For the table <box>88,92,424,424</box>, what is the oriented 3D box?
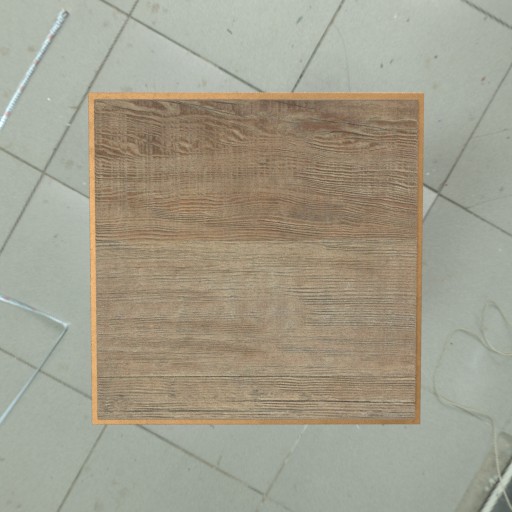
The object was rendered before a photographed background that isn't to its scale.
[{"bbox_3d":[0.000,0.000,1.061,0.599,0.584,0.599,0,92,0],"label":"table"}]
